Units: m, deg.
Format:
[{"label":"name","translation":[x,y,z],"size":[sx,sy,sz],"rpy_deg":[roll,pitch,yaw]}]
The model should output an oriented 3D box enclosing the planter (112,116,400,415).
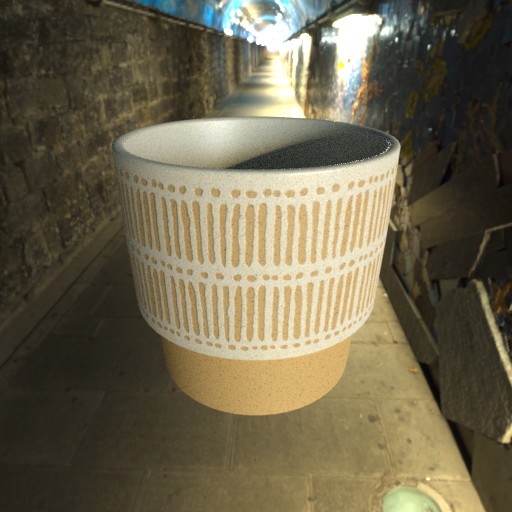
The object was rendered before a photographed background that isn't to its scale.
[{"label":"planter","translation":[0.000,0.000,0.570],"size":[0.317,0.303,0.317],"rpy_deg":[0,25,0]}]
